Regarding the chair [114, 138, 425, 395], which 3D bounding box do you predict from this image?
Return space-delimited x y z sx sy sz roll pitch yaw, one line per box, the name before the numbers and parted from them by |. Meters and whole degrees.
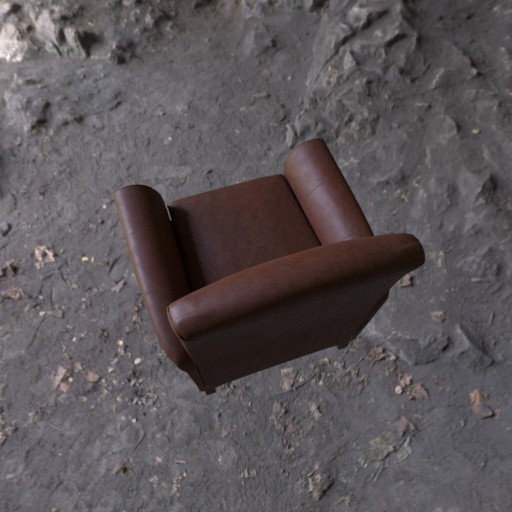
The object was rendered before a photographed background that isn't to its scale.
chair | 0.000 0.000 1.812 0.978 1.061 0.902 -16 60 -10
